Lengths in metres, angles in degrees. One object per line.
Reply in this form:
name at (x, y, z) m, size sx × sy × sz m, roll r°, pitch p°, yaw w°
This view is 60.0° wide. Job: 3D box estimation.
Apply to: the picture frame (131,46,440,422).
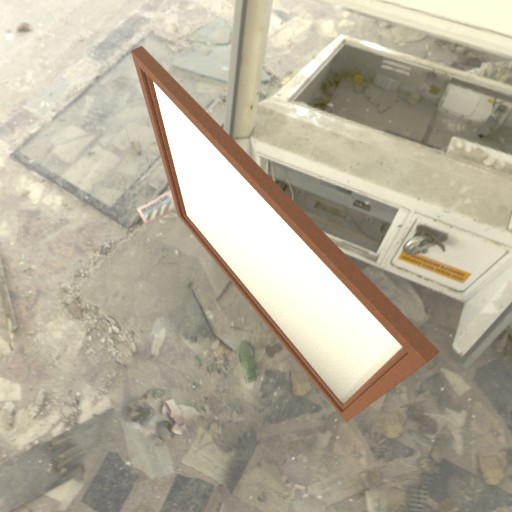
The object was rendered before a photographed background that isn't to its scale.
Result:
picture frame at (0.000, 0.000, 1.703) m, size 0.045 × 1.018 × 1.329 m, roll -34°, pitch 67°, yaw -16°
